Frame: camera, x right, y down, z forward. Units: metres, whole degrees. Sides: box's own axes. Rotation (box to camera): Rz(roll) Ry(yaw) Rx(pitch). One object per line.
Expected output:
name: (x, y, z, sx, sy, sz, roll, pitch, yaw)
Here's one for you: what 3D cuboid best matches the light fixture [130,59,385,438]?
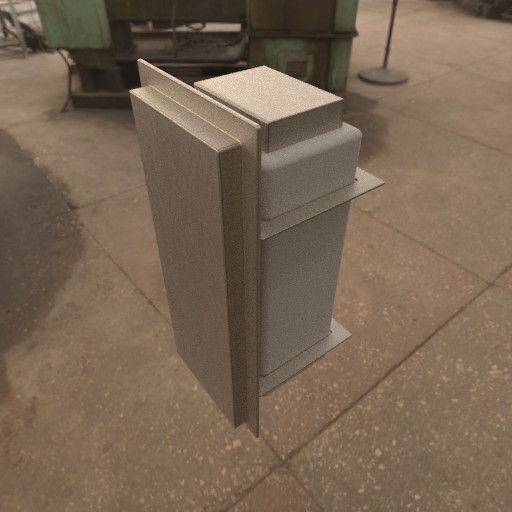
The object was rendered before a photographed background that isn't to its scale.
light fixture: (0.000, 0.000, 0.470, 0.160, 0.380, 0.168, -26, 47, -27)
